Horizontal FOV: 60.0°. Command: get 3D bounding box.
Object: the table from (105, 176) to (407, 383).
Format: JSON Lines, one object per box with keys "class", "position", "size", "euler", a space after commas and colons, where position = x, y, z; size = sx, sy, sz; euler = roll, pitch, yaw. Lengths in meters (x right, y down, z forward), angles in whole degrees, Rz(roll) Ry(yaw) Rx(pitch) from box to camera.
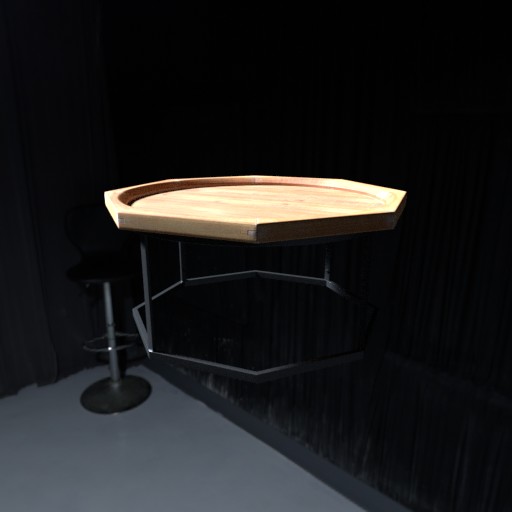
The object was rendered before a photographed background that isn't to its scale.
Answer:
{"class": "table", "position": [0.000, 0.000, 1.530], "size": [1.002, 0.444, 1.002], "euler": [0, 16, 0]}
